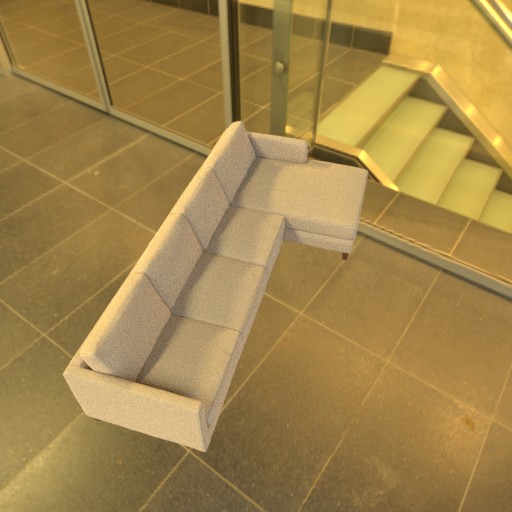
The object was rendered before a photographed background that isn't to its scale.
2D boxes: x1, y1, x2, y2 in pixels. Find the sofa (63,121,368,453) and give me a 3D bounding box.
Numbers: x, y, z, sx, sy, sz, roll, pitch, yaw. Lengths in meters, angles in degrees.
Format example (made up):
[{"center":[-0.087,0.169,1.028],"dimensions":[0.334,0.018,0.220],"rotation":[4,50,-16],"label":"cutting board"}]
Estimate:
[{"center":[0.000,0.000,3.864],"dimensions":[1.625,0.861,3.186],"rotation":[12,47,11],"label":"sofa"}]
